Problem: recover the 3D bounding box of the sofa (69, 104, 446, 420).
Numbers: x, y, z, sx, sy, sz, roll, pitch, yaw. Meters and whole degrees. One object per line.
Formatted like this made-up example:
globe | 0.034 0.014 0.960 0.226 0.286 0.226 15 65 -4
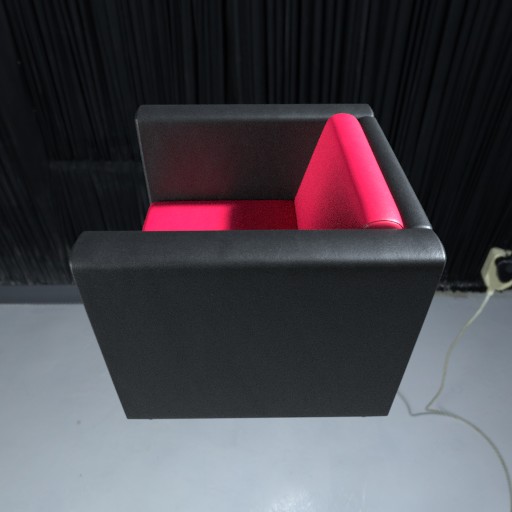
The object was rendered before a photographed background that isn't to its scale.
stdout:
sofa | 0.000 0.000 1.449 0.809 0.724 0.839 0 41 -1
